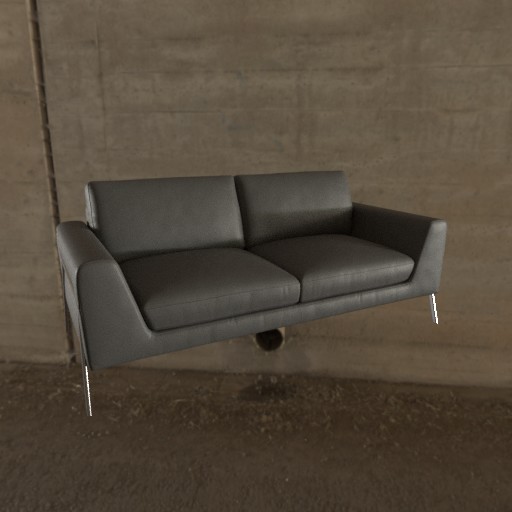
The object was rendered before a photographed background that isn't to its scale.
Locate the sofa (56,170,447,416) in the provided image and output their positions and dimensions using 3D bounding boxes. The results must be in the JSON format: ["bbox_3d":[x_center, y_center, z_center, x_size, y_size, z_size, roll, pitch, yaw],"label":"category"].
[{"bbox_3d":[0.000,0.000,2.522,2.017,0.875,0.953,-8,17,-27],"label":"sofa"}]
